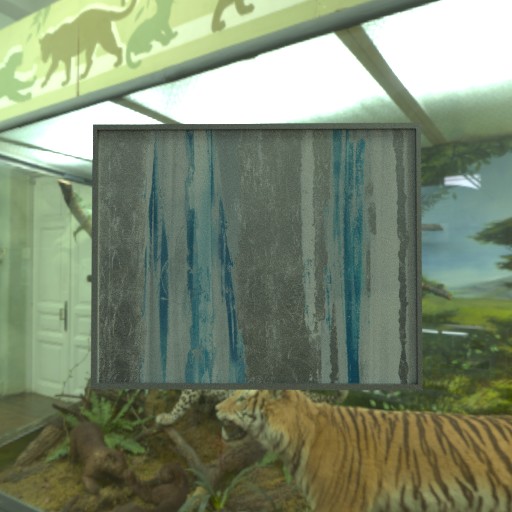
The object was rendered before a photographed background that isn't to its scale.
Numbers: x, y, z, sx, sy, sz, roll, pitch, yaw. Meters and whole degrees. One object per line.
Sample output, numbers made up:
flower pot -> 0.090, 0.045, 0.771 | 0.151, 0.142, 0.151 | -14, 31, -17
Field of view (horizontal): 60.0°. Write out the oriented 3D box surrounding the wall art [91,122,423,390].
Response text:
wall art -> 0.000, 0.000, 0.767 | 0.557, 0.450, 0.037 | 0, -1, 1
